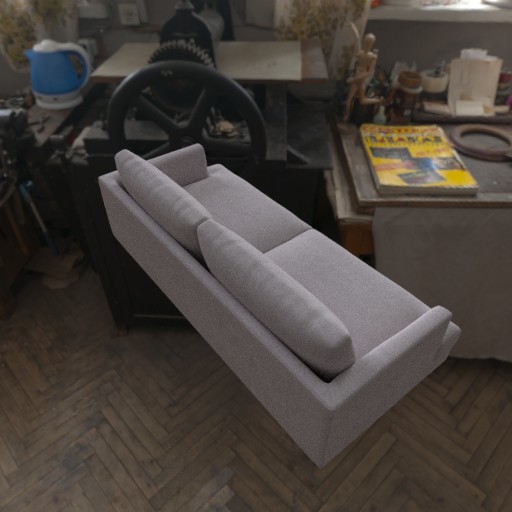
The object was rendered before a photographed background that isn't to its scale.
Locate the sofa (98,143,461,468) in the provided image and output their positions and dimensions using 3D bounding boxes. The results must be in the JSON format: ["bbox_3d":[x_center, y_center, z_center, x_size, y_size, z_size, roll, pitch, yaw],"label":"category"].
[{"bbox_3d":[0.000,0.000,2.748,1.020,0.868,2.250,-27,48,-28],"label":"sofa"}]
